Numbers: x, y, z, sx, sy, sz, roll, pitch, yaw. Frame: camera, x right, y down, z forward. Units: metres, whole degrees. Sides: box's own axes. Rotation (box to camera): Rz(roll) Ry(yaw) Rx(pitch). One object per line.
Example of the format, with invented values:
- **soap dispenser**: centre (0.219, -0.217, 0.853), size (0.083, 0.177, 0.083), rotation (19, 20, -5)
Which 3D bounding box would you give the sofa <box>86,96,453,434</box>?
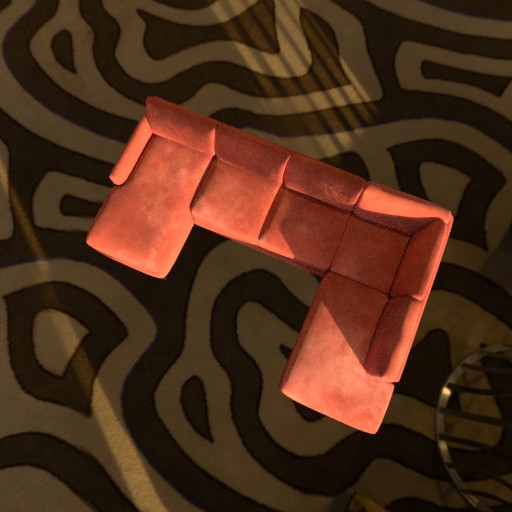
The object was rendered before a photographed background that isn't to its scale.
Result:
- **sofa**: centre (0.000, 0.000, 3.925), size (2.971, 0.858, 1.981), rotation (23, 77, 6)
